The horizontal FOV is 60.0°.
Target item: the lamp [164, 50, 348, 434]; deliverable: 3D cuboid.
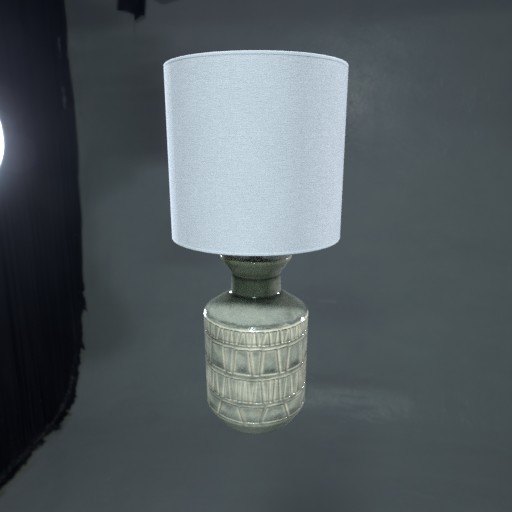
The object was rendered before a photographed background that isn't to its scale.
[{"bbox_3d":[0.000,0.000,0.575,0.211,0.455,0.211,2,15,9],"label":"lamp"}]
